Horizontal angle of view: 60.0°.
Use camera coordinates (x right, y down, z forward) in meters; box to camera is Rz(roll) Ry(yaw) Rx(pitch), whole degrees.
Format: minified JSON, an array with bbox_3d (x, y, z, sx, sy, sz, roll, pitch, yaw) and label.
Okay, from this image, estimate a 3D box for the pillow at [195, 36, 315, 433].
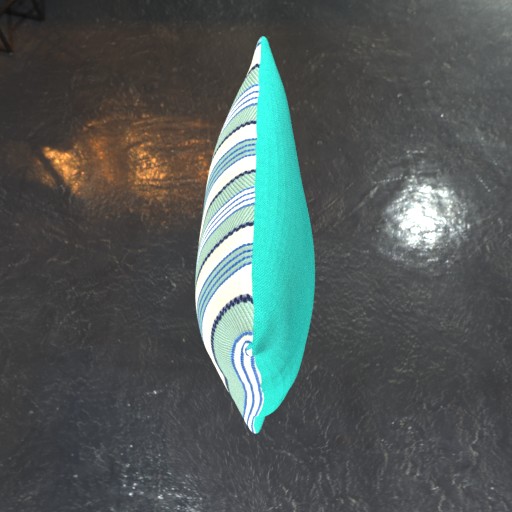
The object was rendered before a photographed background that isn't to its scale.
[{"bbox_3d":[0.000,0.000,0.667,0.182,0.441,0.440,2,60,1],"label":"pillow"}]
